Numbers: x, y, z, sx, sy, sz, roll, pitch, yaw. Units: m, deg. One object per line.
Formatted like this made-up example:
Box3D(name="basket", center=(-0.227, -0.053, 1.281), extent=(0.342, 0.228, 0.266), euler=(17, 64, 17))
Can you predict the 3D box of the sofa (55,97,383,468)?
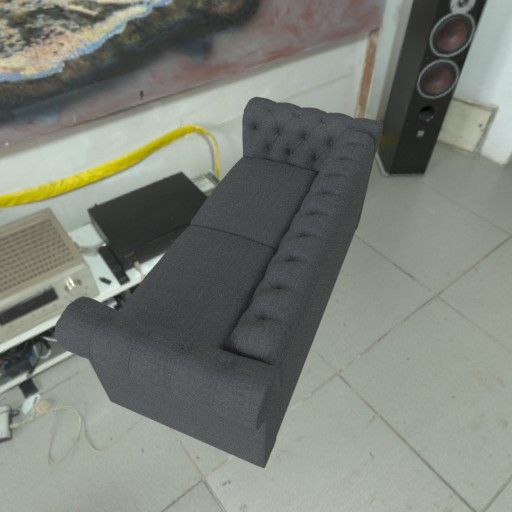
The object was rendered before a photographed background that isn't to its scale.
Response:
Box3D(name="sofa", center=(0.000, 0.000, 2.205), extent=(0.783, 0.797, 1.798), euler=(17, 49, 15))
